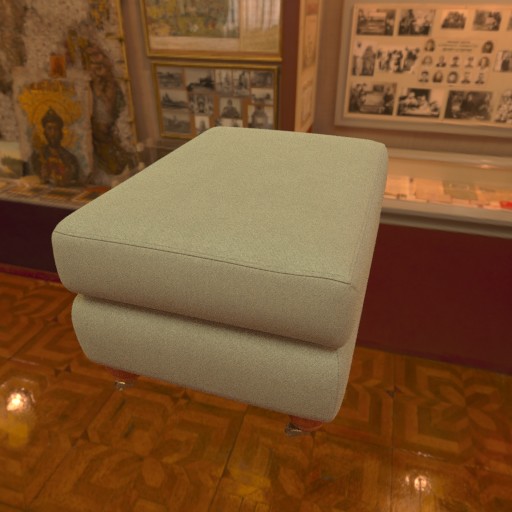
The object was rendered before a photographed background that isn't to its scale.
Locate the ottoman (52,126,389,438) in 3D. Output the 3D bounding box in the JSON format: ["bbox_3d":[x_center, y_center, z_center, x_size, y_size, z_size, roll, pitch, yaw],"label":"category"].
[{"bbox_3d":[0.000,0.000,1.123,0.569,0.499,0.773,9,32,16],"label":"ottoman"}]
